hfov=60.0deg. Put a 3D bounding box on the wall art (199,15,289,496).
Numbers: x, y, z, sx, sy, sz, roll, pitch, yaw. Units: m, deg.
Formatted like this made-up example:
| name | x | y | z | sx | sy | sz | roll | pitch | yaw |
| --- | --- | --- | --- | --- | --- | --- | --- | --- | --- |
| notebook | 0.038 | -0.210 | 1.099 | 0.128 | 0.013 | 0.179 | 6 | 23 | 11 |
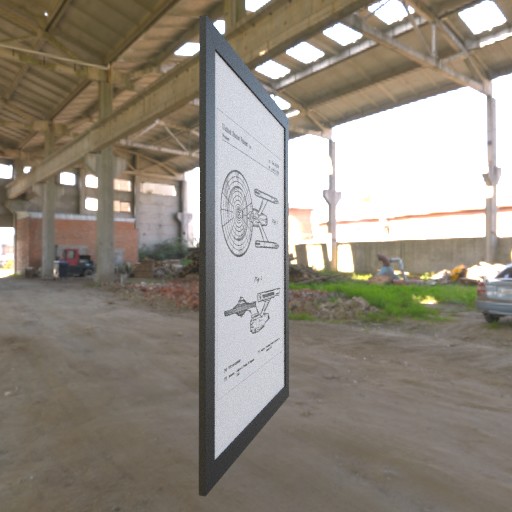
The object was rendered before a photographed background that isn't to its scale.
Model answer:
| name | x | y | z | sx | sy | sz | roll | pitch | yaw |
| --- | --- | --- | --- | --- | --- | --- | --- | --- | --- |
| wall art | 0.000 | 0.000 | 0.668 | 0.008 | 0.530 | 0.379 | 0 | -1 | 18 |
